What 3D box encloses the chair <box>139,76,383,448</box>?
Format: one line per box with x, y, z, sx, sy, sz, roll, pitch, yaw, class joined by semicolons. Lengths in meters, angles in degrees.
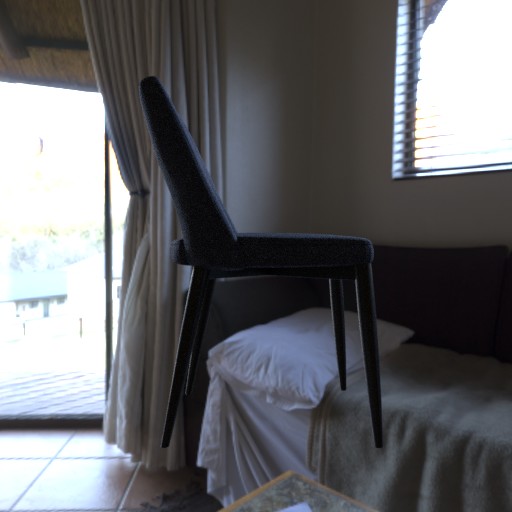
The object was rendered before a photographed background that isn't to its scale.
0.000;0.000;1.265;0.612;0.931;0.470;0;2;-1;chair
